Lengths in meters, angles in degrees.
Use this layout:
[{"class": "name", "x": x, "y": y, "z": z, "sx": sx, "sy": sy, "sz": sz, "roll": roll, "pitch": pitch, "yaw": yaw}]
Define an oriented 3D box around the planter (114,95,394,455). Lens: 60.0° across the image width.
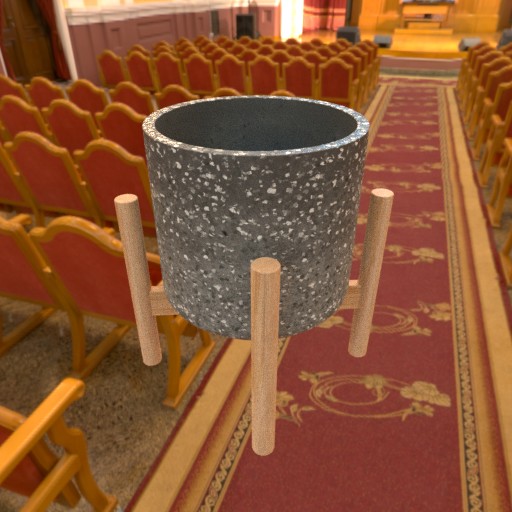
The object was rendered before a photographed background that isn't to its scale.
[{"class": "planter", "x": 0.000, "y": 0.000, "z": 0.526, "sx": 0.284, "sy": 0.320, "sz": 0.284, "roll": 10, "pitch": 33, "yaw": 16}]
